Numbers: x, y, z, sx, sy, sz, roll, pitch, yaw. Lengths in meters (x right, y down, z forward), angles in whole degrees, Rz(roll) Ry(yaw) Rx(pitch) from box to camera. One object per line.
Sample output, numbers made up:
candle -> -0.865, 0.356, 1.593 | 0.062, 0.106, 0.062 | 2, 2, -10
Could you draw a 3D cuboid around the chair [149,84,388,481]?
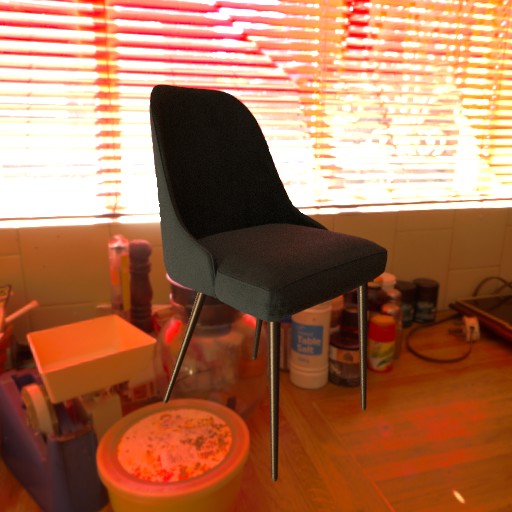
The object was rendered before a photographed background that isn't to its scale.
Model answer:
chair -> 0.000, 0.000, 1.190 | 0.559, 0.896, 0.478 | 14, 20, 43
